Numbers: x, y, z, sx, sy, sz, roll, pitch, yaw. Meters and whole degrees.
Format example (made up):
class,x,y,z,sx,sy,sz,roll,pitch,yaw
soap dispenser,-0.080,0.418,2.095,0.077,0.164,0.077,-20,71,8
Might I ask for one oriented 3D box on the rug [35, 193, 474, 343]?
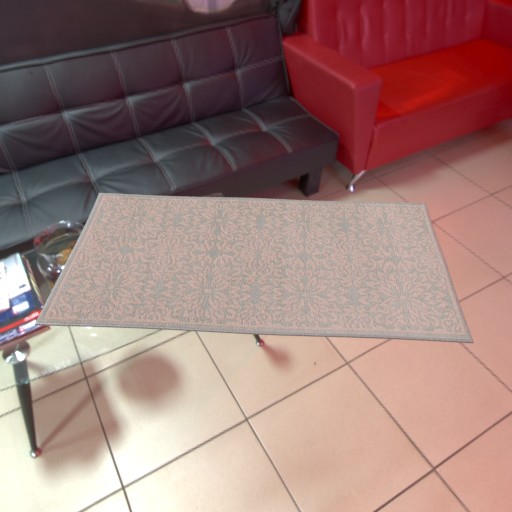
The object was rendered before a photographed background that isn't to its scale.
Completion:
class,x,y,z,sx,sy,sz,roll,pitch,yaw
rug,0.000,0.000,1.438,1.219,0.007,0.604,2,46,2
